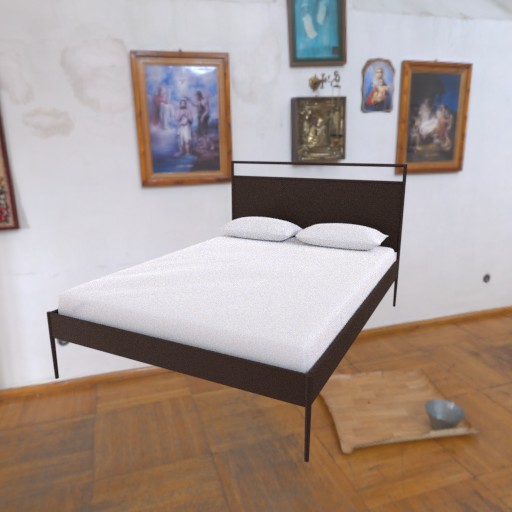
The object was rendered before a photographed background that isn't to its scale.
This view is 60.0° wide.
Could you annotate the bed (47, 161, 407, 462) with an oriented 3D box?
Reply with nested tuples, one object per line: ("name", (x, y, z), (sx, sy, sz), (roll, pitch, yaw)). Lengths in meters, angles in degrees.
("bed", (0.000, 0.000, 3.015), (1.572, 1.173, 2.122), (7, 16, 26))
